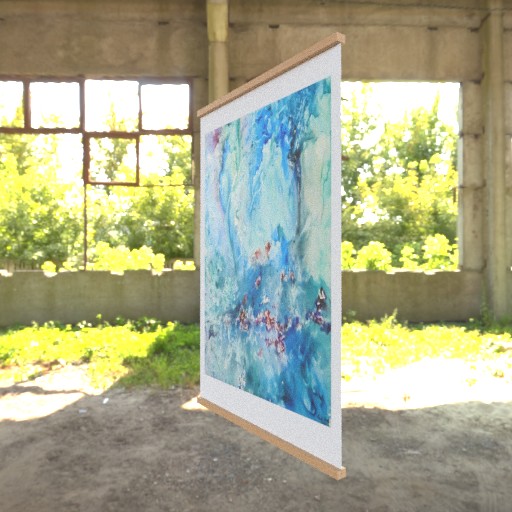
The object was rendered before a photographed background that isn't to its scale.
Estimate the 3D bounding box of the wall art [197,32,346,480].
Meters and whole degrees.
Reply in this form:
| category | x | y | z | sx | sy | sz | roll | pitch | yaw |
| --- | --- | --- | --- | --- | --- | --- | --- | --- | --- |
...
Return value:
| category | x | y | z | sx | sy | sz | roll | pitch | yaw |
| --- | --- | --- | --- | --- | --- | --- | --- | --- | --- |
| wall art | 0.000 | 0.000 | 1.288 | 0.027 | 1.020 | 0.669 | 0 | -1 | -36 |
